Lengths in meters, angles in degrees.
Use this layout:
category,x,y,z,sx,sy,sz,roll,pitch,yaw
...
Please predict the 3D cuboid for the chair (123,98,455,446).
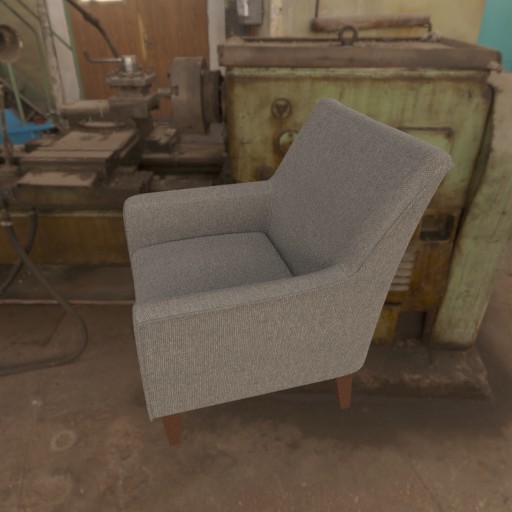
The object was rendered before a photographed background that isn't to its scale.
category,x,y,z,sx,sy,sz,roll,pitch,yaw
chair,0.000,0.000,1.597,0.899,0.919,0.780,-8,32,-14
